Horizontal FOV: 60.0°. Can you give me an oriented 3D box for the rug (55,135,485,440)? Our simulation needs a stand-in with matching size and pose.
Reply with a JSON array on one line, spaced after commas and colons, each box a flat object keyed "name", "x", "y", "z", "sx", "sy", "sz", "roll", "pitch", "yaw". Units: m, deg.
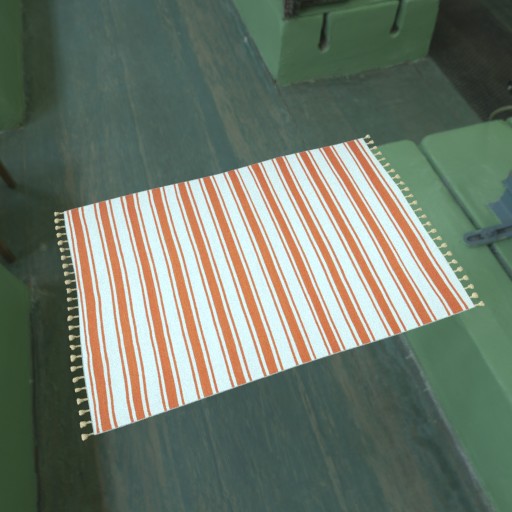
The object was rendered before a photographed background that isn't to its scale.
[{"name": "rug", "x": 0.000, "y": 0.000, "z": 2.871, "sx": 2.433, "sy": 0.022, "sz": 1.556, "roll": -16, "pitch": 59, "yaw": -10}]
